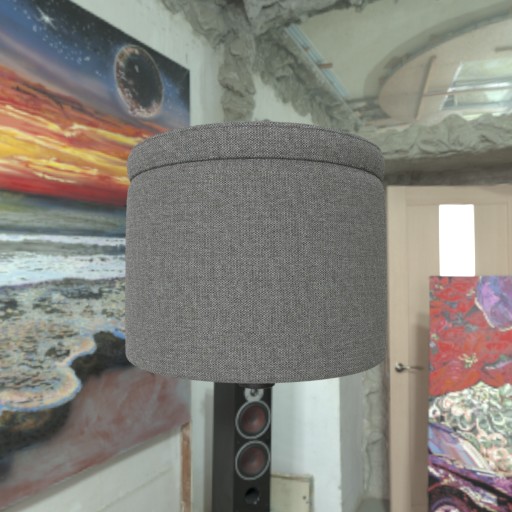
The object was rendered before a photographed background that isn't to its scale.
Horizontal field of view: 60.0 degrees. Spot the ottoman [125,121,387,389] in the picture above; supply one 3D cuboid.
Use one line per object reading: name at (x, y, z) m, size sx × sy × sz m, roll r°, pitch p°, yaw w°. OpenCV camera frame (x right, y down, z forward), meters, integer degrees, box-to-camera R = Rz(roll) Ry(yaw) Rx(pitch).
ottoman at (0.000, 0.000, 0.920) m, size 0.520 × 0.430 × 0.520 m, roll 0°, pitch -2°, yaw 0°
